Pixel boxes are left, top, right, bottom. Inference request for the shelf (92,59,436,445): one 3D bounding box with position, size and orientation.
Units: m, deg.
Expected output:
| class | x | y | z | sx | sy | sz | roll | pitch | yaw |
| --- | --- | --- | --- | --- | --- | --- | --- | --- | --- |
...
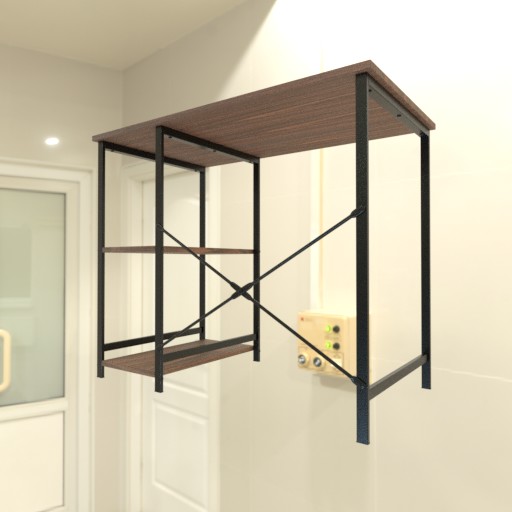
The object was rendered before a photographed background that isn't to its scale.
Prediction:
| class | x | y | z | sx | sy | sz | roll | pitch | yaw |
| --- | --- | --- | --- | --- | --- | --- | --- | --- | --- |
| shelf | 0.000 | 0.000 | 1.317 | 0.902 | 0.750 | 0.498 | -1 | -1 | 36 |
